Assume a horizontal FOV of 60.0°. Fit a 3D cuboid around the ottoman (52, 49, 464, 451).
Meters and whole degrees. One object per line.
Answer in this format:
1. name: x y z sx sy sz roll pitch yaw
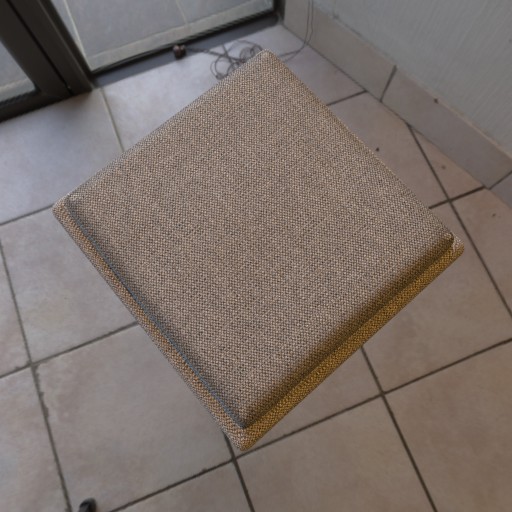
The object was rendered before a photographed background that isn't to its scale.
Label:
1. ottoman: 0.000 0.000 0.822 0.436 0.487 0.454 -40 79 -9
